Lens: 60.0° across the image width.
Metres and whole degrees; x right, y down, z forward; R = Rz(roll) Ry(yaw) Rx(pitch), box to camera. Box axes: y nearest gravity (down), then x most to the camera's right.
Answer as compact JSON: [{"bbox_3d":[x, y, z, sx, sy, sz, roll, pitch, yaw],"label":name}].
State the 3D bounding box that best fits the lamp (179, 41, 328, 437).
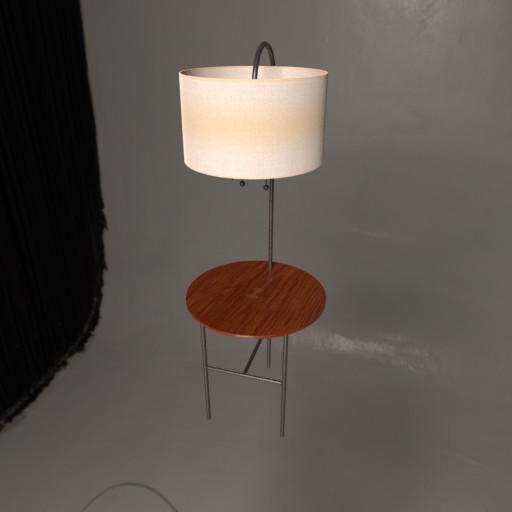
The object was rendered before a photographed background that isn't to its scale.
[{"bbox_3d":[0.000,0.000,1.745,0.573,1.517,0.573,0,27,0],"label":"lamp"}]
